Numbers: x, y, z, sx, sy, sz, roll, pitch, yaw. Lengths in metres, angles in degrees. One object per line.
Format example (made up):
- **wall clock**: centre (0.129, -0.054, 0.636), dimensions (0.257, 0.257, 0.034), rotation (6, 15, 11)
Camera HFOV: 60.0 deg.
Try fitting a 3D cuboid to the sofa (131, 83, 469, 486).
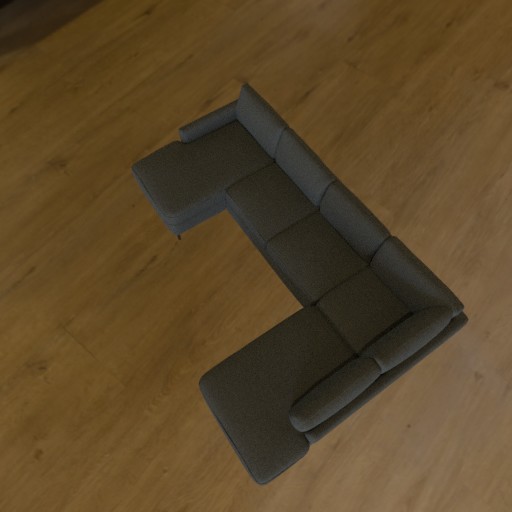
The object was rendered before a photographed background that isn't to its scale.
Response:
- **sofa**: centre (0.000, 0.000, 3.808), dimensions (1.984, 0.858, 2.975), rotation (-31, 67, -15)
